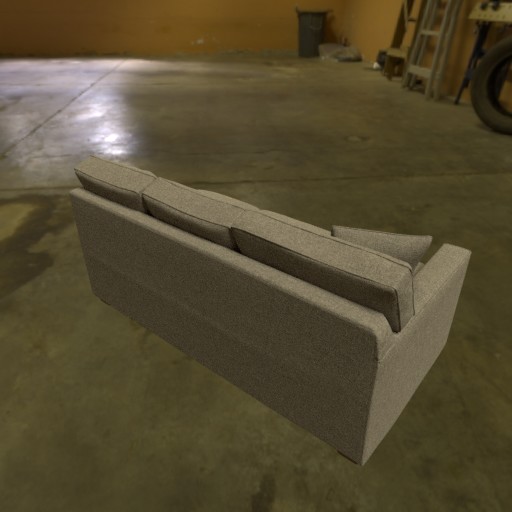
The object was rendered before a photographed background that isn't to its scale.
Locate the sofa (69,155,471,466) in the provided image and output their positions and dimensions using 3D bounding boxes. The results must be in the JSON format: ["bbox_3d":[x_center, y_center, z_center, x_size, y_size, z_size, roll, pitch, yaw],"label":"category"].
[{"bbox_3d":[0.000,0.000,2.470,1.963,0.946,1.034,22,37,33],"label":"sofa"}]
